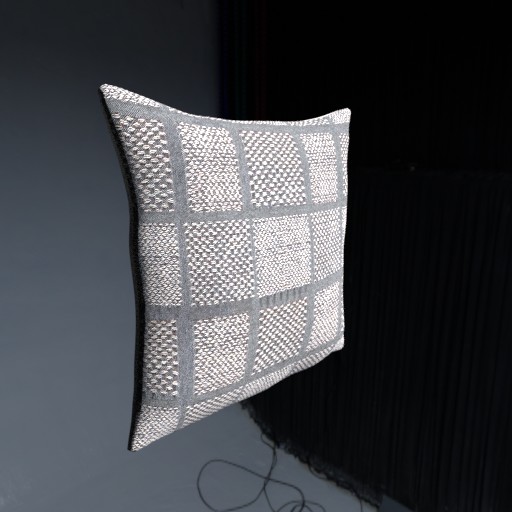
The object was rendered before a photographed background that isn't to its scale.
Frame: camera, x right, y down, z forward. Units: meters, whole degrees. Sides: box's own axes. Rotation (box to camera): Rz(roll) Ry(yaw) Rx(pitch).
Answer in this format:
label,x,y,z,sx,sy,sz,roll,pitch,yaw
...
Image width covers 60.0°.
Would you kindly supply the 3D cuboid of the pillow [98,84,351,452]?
label,x,y,z,sx,sy,sz,roll,pitch,yaw
pillow,0.000,0.000,0.643,0.435,0.432,0.138,-13,19,-42
